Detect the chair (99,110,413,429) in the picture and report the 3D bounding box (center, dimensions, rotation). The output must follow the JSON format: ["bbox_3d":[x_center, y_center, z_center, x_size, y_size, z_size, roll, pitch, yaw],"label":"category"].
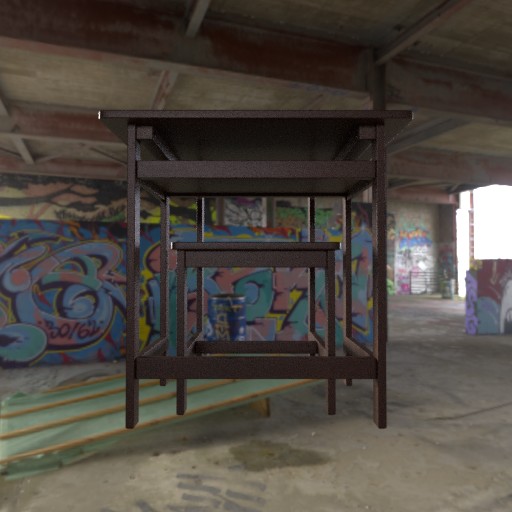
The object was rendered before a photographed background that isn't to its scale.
[{"bbox_3d":[0.000,0.000,1.057,0.599,0.673,0.463,0,-1,0],"label":"chair"}]
